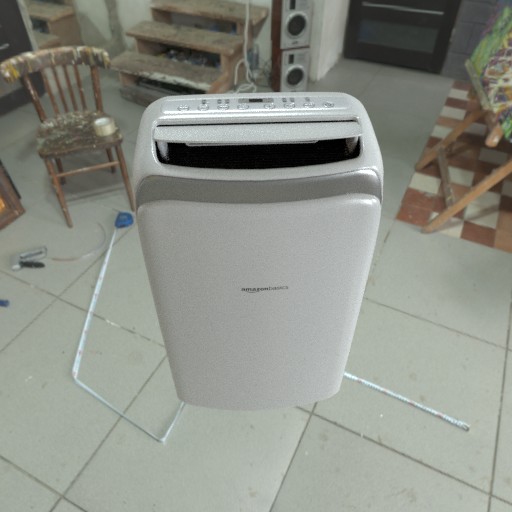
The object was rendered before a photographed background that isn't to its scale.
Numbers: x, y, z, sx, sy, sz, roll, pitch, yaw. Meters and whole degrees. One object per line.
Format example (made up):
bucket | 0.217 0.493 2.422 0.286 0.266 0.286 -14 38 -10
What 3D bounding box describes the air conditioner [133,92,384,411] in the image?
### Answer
air conditioner | 0.000 0.000 1.062 0.449 0.786 0.414 -2 45 -2
